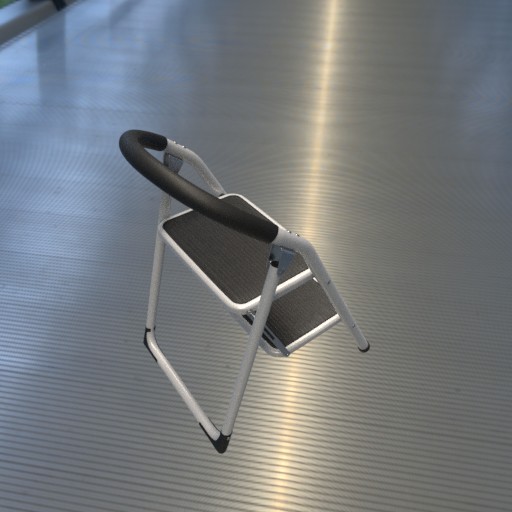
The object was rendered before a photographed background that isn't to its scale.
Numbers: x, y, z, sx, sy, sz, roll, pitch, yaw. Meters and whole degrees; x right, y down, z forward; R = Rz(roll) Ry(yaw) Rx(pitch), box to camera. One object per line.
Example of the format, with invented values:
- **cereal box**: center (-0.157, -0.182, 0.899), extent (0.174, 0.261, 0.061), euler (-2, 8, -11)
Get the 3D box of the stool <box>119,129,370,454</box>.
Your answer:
- **stool**: center (0.000, 0.000, 1.132), extent (0.559, 0.760, 0.453), euler (-26, 48, -26)
